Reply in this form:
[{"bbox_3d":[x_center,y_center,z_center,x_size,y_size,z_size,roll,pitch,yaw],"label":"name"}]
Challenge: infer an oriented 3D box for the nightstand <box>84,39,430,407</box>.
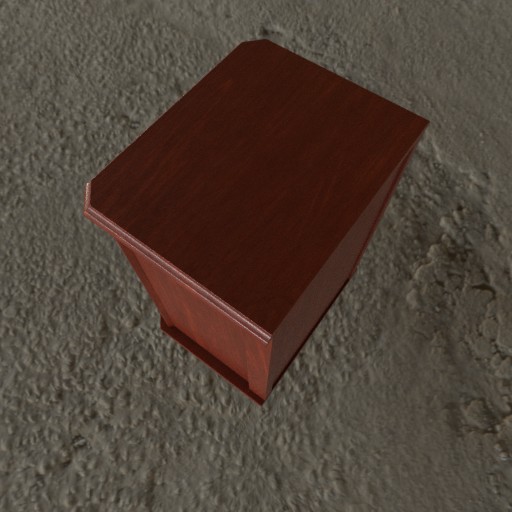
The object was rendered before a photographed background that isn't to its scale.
[{"bbox_3d":[0.000,0.000,0.949,0.351,0.681,0.435,34,69,15],"label":"nightstand"}]
